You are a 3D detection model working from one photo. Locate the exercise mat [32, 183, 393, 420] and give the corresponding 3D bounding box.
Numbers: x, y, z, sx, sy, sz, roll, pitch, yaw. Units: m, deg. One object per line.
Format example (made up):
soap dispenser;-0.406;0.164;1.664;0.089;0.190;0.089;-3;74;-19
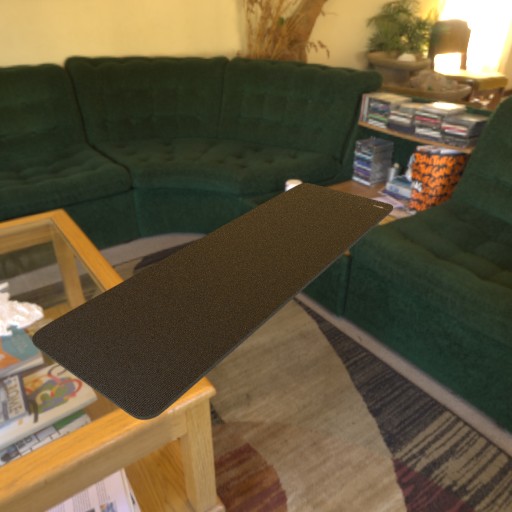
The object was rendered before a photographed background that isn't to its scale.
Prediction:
exercise mat;0.000;0.000;2.035;0.616;0.021;1.869;21;36;31
